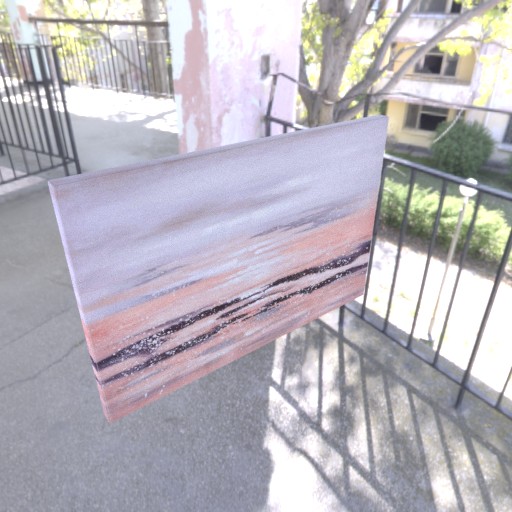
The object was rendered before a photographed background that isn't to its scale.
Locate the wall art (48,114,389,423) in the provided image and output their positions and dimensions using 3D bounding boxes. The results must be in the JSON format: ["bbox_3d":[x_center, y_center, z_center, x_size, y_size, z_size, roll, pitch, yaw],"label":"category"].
[{"bbox_3d":[0.000,0.000,1.174,0.913,0.609,0.038,-20,35,-31],"label":"wall art"}]
